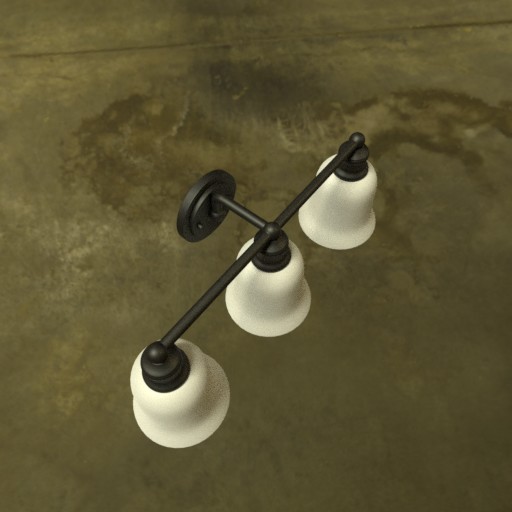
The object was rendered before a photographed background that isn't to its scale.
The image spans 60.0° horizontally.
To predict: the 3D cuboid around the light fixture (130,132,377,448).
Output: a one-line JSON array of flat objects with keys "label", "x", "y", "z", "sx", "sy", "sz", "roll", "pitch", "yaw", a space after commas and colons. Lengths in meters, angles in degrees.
[{"label": "light fixture", "x": 0.000, "y": 0.000, "z": 0.672, "sx": 0.198, "sy": 0.211, "sz": 0.570, "roll": 34, "pitch": 65, "yaw": 19}]
